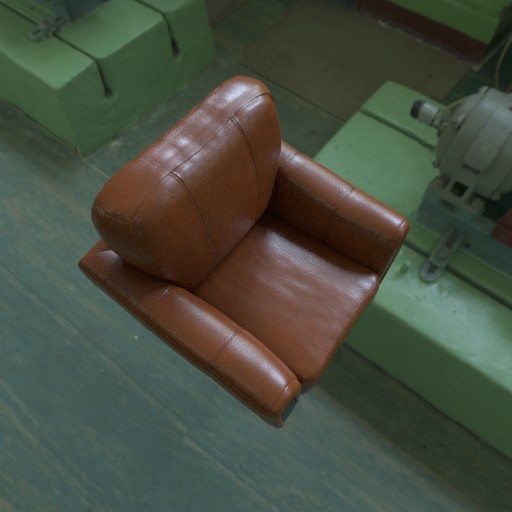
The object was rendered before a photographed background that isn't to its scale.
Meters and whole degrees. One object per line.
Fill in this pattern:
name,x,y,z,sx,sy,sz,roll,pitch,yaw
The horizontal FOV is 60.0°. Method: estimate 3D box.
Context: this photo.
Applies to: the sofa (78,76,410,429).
sofa,0.000,0.000,1.510,0.789,0.876,0.836,33,65,17
